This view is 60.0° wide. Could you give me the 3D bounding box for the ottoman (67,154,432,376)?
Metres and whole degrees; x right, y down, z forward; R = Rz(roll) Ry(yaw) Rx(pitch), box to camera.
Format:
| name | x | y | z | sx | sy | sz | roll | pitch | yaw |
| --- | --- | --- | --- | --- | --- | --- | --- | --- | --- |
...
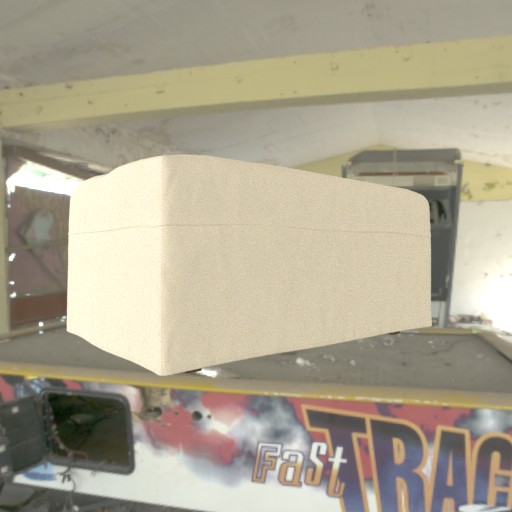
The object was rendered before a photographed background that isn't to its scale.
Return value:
| name | x | y | z | sx | sy | sz | roll | pitch | yaw |
| --- | --- | --- | --- | --- | --- | --- | --- | --- | --- |
| ottoman | 0.000 | 0.000 | 1.227 | 0.872 | 0.444 | 0.590 | 0 | 0 | -39 |
